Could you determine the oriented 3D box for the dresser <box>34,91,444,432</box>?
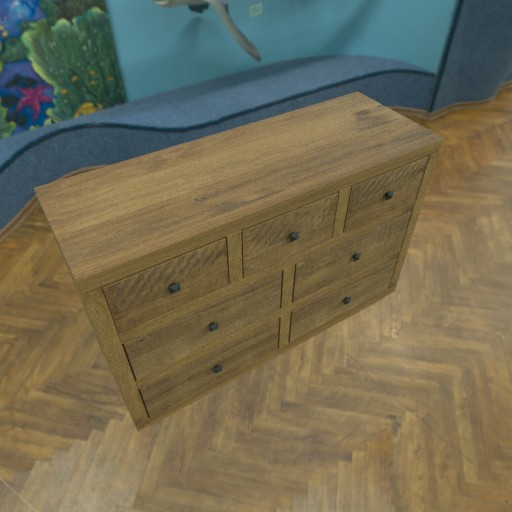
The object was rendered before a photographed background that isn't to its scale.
[{"bbox_3d":[0.000,0.000,1.691,1.261,0.825,0.479,-23,49,-22],"label":"dresser"}]
